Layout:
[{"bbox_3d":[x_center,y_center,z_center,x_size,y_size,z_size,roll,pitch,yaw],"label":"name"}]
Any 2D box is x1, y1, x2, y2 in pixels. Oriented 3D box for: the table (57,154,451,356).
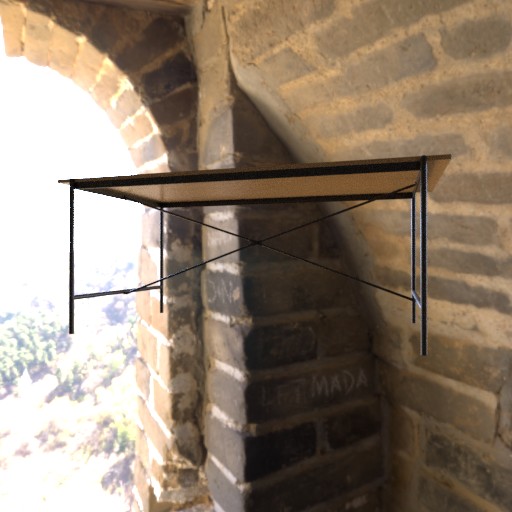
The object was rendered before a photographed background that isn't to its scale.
[{"bbox_3d":[0.000,0.000,2.335,1.800,0.758,0.900,0,0,17],"label":"table"}]
